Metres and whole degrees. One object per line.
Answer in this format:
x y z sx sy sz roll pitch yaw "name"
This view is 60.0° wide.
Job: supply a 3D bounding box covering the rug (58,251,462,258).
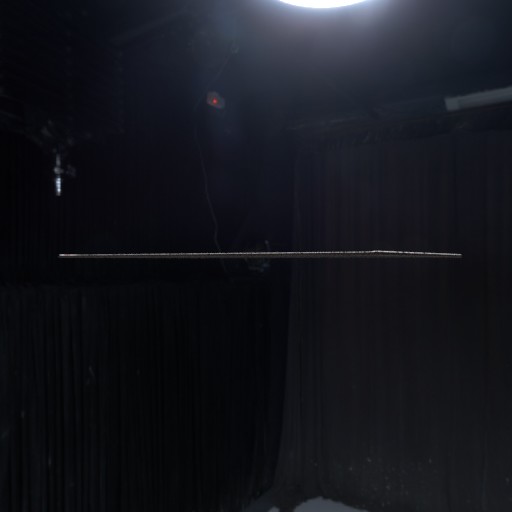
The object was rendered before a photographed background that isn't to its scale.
0.000 0.000 2.407 1.840 0.015 1.225 0 -1 36 "rug"
